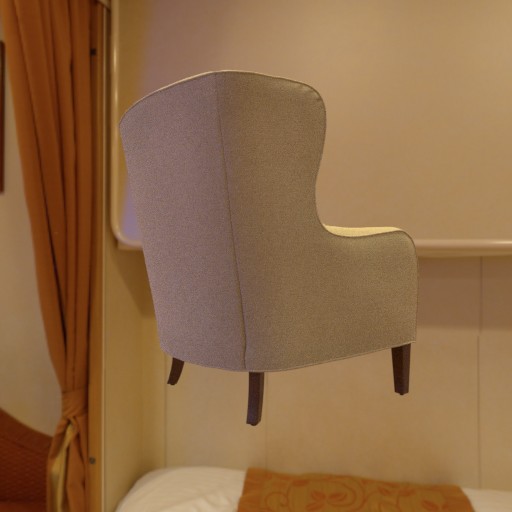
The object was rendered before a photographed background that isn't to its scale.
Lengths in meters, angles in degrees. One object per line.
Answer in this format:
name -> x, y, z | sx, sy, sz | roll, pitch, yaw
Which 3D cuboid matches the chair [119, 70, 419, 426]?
chair -> 0.000, 0.000, 1.703 | 0.966, 1.040, 0.838 | 0, -1, -37
